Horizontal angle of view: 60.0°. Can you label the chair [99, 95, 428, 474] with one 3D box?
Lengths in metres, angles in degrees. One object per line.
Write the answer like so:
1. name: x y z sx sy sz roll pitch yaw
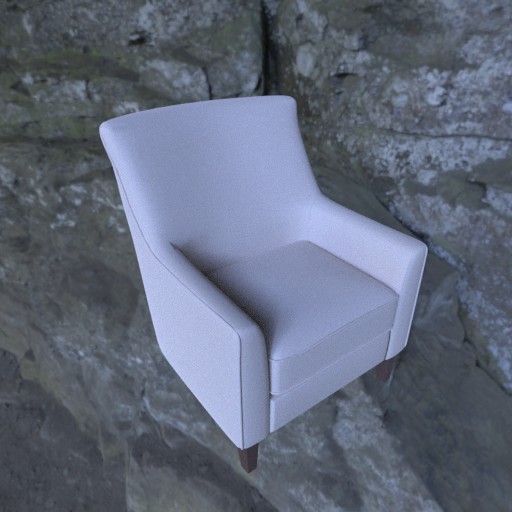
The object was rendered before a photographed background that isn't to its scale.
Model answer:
1. chair: 0.000 0.000 1.551 0.756 0.916 0.879 -20 36 -31
